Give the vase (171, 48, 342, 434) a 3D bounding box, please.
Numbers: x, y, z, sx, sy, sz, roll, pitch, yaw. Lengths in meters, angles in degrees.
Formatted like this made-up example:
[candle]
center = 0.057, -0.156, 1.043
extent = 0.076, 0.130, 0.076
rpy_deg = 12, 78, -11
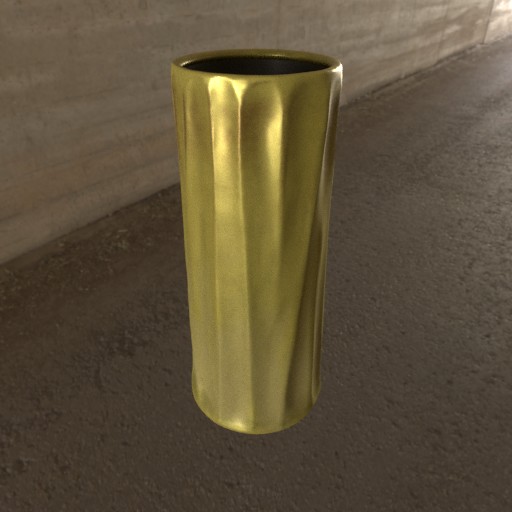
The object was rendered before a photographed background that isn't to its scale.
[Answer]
[vase]
center = 0.000, 0.000, 0.174
extent = 0.061, 0.143, 0.061
rpy_deg = 0, 32, 0
